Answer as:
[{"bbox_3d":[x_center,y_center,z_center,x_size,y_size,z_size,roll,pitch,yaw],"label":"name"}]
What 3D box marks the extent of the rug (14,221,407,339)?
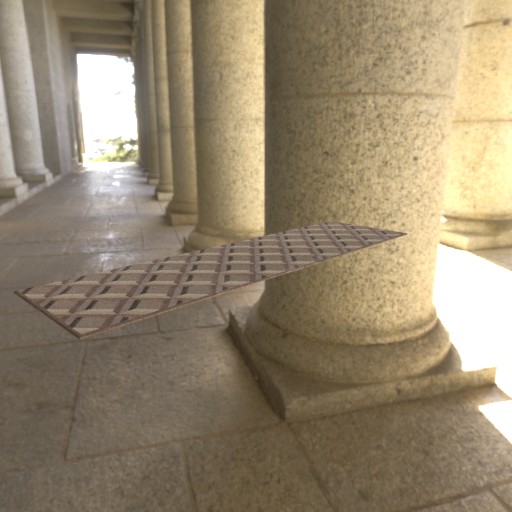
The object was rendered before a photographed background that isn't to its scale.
[{"bbox_3d":[0.000,0.000,2.613,0.685,0.013,2.437,14,21,43],"label":"rug"}]
